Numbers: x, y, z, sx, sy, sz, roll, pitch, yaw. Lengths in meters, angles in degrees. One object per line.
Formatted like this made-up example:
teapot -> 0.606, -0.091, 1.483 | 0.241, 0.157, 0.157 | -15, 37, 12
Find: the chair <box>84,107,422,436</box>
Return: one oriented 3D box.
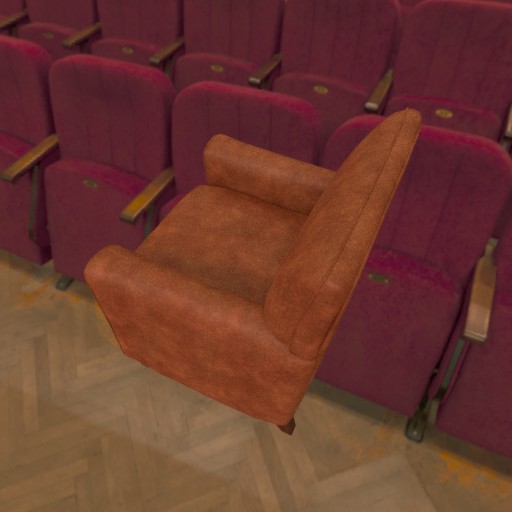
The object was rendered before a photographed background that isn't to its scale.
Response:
chair -> 0.000, 0.000, 1.612 | 0.823, 0.943, 0.870 | 19, 49, 17
